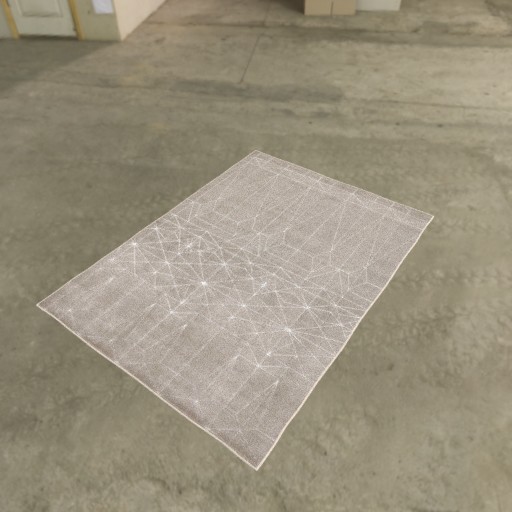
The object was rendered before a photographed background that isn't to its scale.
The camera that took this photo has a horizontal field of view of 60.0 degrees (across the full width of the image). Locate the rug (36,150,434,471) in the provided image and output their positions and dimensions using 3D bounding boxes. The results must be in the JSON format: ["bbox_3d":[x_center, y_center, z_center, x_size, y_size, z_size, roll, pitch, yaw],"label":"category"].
[{"bbox_3d":[0.000,0.000,4.429,2.449,0.019,3.357,26,49,25],"label":"rug"}]
